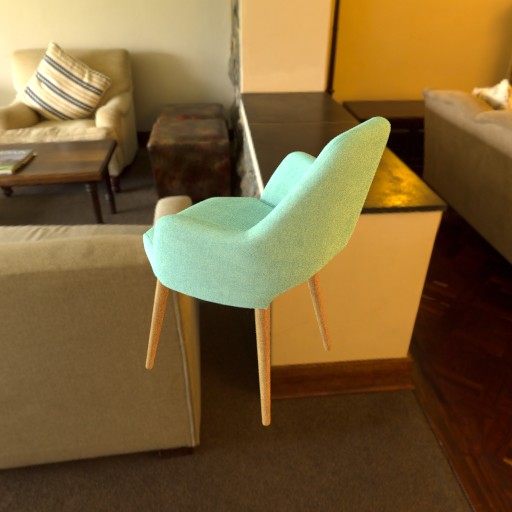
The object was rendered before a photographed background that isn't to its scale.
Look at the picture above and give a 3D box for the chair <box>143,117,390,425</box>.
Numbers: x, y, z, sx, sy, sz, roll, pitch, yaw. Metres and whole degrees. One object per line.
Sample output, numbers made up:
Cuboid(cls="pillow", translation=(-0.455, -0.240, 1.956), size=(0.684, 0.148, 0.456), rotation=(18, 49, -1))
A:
Cuboid(cls="chair", translation=(0.000, 0.000, 1.278), size=(0.610, 0.840, 0.590), rotation=(21, 37, 30))
